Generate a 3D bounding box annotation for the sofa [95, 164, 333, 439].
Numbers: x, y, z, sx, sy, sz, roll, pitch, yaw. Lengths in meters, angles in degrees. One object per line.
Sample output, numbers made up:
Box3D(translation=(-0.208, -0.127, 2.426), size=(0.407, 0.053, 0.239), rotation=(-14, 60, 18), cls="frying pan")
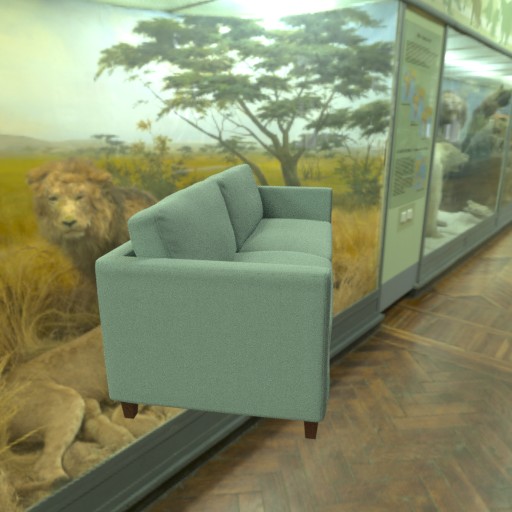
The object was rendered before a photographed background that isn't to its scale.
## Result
Box3D(translation=(0.000, 0.000, 2.753), size=(0.951, 0.965, 2.208), rotation=(3, 17, 9), cls="sofa")
